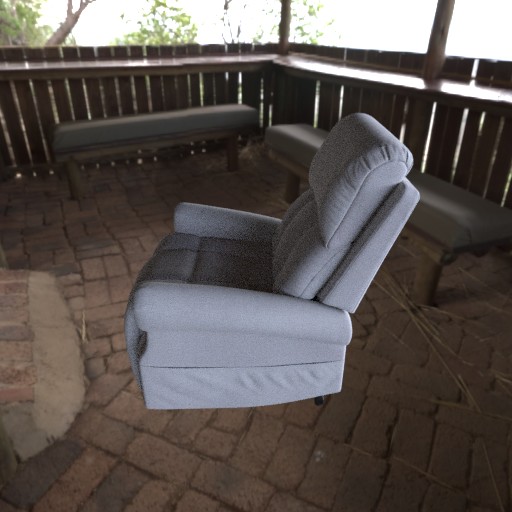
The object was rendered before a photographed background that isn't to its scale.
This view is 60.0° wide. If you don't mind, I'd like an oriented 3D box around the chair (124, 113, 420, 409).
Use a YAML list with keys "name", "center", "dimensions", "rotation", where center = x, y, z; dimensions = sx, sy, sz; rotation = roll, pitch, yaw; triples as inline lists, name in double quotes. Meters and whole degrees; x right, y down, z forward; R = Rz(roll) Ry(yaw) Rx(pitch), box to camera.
- name: "chair"
  center: [0.000, 0.000, 1.773]
  dimensions: [0.979, 1.031, 0.871]
  rotation: [0, 28, 1]
